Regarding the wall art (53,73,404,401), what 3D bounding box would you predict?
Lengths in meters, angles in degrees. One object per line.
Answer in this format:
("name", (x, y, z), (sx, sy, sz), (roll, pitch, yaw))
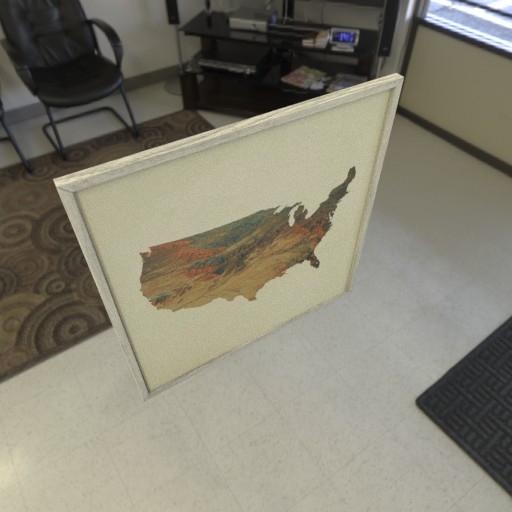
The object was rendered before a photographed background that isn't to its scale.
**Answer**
("wall art", (0.000, 0.000, 0.753), (0.508, 0.507, 0.016), (-24, 51, -21))
